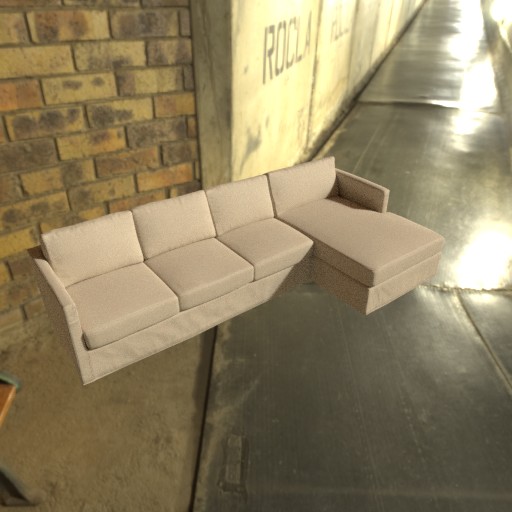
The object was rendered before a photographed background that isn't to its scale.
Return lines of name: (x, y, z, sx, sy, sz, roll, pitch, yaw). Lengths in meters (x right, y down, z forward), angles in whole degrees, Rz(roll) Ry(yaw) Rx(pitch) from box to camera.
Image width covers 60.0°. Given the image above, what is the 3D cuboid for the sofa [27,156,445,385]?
sofa: (0.000, 0.000, 3.781, 3.206, 0.871, 1.622, -21, 37, -31)
